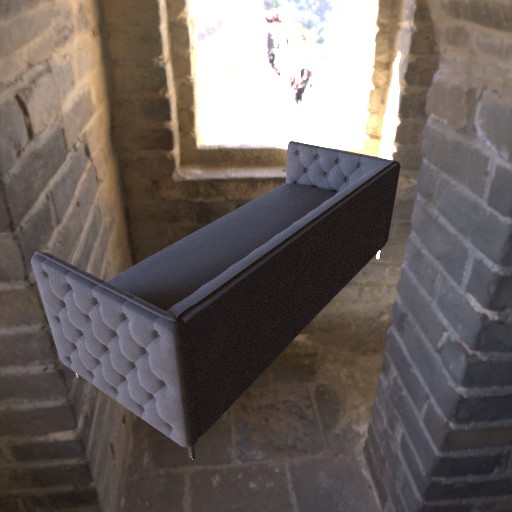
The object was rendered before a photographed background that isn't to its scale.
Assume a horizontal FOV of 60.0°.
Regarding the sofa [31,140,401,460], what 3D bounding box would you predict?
[{"bbox_3d":[0.000,0.000,2.630,0.895,0.771,2.209,20,36,30],"label":"sofa"}]
